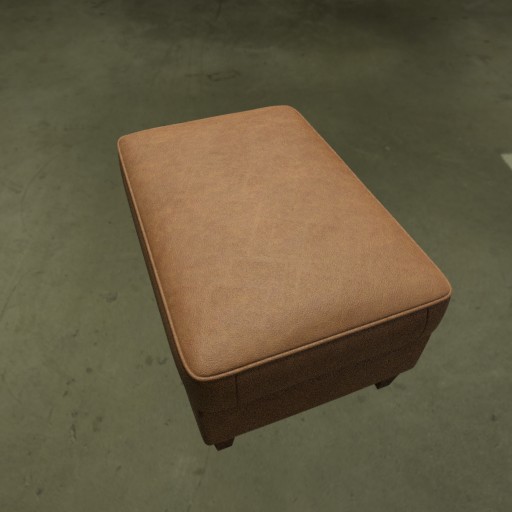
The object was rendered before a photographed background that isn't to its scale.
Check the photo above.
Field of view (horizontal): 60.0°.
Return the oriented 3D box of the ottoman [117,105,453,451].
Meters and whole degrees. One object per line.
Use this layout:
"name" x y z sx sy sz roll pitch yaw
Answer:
"ottoman" 0.000 0.000 1.224 0.584 0.483 0.864 -16 49 -14
